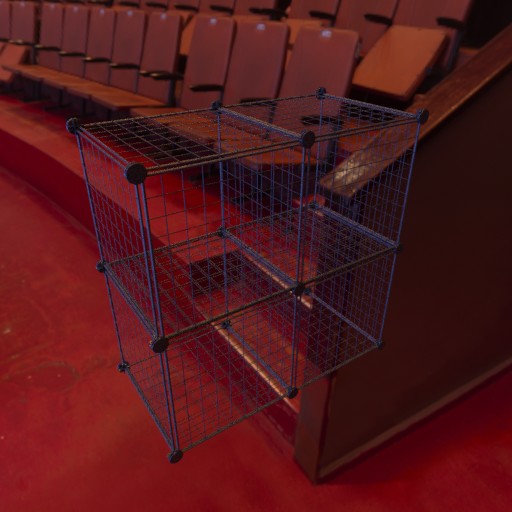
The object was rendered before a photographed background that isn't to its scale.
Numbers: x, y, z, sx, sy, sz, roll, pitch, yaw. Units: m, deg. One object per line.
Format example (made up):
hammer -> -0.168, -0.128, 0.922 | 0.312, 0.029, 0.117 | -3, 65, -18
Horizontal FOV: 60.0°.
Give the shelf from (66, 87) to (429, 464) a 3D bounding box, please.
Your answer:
shelf -> 0.000, 0.000, 1.136 | 0.711, 0.711, 0.356 | -19, 35, -29
